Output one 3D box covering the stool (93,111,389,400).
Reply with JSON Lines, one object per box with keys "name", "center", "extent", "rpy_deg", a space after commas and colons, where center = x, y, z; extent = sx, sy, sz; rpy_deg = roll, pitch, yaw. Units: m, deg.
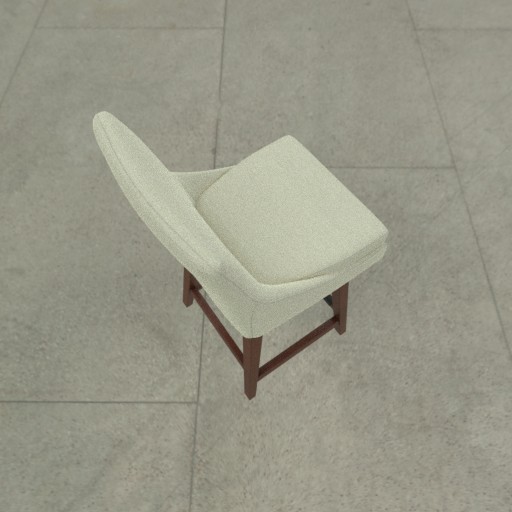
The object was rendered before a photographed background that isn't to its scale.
{"name": "stool", "center": [0.000, 0.000, 1.287], "extent": [0.559, 0.991, 0.469], "rpy_deg": [-31, 64, -17]}
